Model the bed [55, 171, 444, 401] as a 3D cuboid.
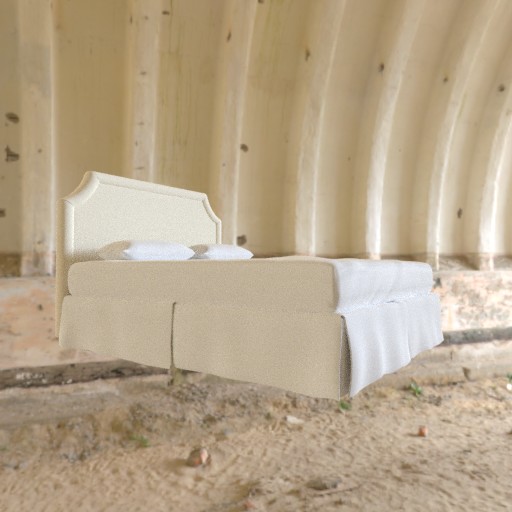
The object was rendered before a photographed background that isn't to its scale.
[{"bbox_3d":[0.000,0.000,4.007,2.773,1.590,2.350,-1,-1,35],"label":"bed"}]
